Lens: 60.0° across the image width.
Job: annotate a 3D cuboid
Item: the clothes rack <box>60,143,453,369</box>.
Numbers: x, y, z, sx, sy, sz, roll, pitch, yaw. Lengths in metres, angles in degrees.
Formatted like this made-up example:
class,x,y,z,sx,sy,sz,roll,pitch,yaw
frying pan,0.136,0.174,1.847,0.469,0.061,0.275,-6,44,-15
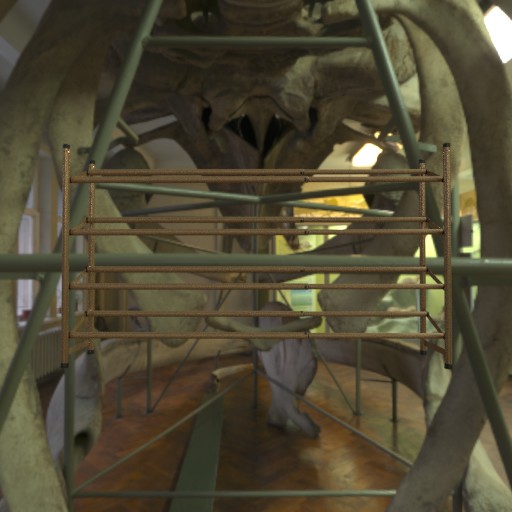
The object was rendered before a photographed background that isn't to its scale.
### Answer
class,x,y,z,sx,sy,sz,roll,pitch,yaw
clothes rack,0.000,0.000,1.430,1.168,0.672,0.229,0,-1,1
